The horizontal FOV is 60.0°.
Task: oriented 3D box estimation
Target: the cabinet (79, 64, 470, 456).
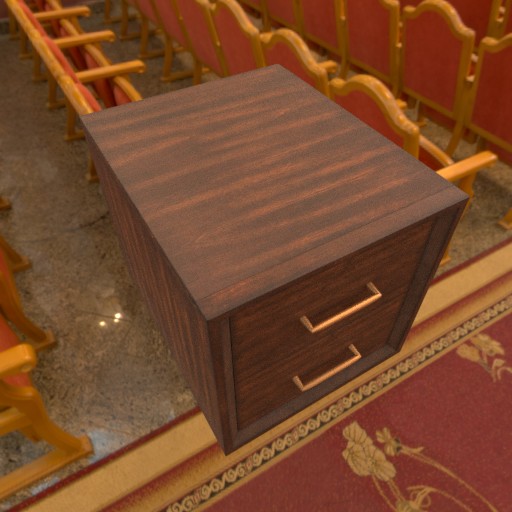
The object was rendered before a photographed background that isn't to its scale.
[{"bbox_3d":[0.000,0.000,0.840,0.402,0.455,0.500,-23,51,-20],"label":"cabinet"}]
